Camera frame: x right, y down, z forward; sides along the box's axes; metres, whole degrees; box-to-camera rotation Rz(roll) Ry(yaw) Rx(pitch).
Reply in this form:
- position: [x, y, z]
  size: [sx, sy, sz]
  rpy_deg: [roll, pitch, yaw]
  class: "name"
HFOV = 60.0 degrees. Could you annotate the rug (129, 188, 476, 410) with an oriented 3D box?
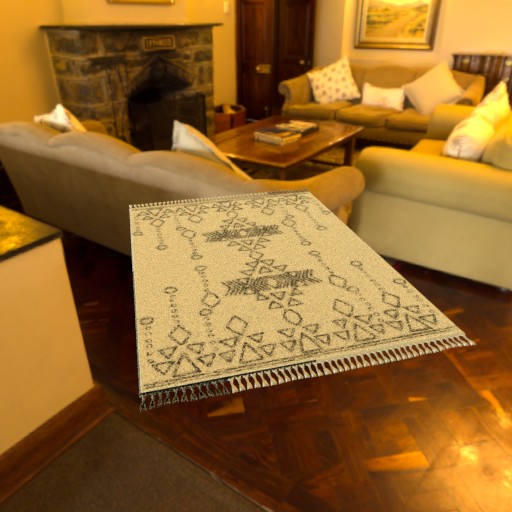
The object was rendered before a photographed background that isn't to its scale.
- position: [0.000, 0.000, 2.960]
  size: [1.600, 0.013, 2.312]
  rpy_deg: [-7, 29, -13]
  class: "rug"
